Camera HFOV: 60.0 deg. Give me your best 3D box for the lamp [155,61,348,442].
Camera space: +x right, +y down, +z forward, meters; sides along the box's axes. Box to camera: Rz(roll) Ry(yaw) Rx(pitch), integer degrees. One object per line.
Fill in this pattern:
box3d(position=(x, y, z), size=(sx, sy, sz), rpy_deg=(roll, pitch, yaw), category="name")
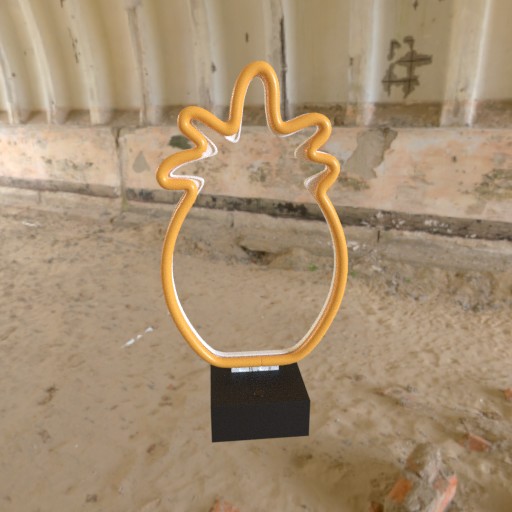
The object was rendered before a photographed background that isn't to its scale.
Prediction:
box3d(position=(0.000, 0.000, 0.391), size=(0.167, 0.317, 0.088), rpy_deg=(-2, 18, -5), category="lamp")
